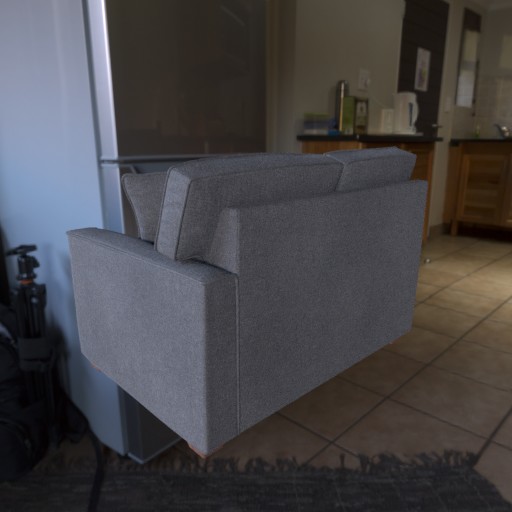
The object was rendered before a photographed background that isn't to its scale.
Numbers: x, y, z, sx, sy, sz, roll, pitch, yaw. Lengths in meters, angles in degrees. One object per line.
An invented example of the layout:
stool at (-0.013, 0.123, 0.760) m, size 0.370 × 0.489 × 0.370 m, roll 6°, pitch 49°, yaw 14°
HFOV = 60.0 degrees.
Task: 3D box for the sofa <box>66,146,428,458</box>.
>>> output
sofa at (0.000, 0.000, 2.084) m, size 1.388 × 0.989 × 0.991 m, roll -14°, pitch 21°, yaw -42°
